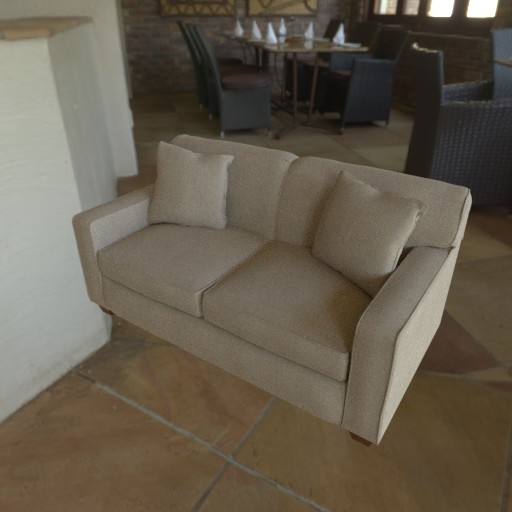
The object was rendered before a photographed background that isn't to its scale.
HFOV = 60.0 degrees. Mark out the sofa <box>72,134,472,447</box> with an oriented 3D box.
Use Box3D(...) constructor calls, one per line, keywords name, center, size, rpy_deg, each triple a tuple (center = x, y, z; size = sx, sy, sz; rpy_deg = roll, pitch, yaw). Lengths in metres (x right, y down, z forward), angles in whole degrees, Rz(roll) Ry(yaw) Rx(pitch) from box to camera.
Box3D(name="sofa", center=(0.000, 0.000, 2.388), size=(1.846, 0.958, 0.998), rpy_deg=(18, 34, 29))
